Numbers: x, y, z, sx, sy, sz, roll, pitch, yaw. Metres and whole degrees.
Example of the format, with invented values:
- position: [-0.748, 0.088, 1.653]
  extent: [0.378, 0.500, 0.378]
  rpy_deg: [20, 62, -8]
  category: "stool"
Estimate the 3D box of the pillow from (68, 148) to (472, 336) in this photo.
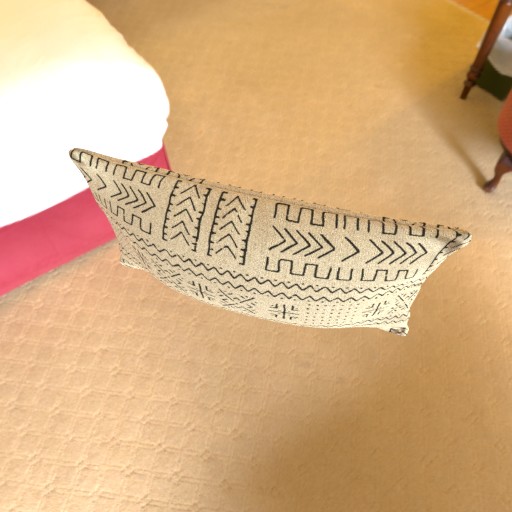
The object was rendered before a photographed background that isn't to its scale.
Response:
- position: [0.000, 0.000, 0.805]
  extent: [0.637, 0.352, 0.188]
  rpy_deg: [13, 58, 9]
  category: "pillow"
